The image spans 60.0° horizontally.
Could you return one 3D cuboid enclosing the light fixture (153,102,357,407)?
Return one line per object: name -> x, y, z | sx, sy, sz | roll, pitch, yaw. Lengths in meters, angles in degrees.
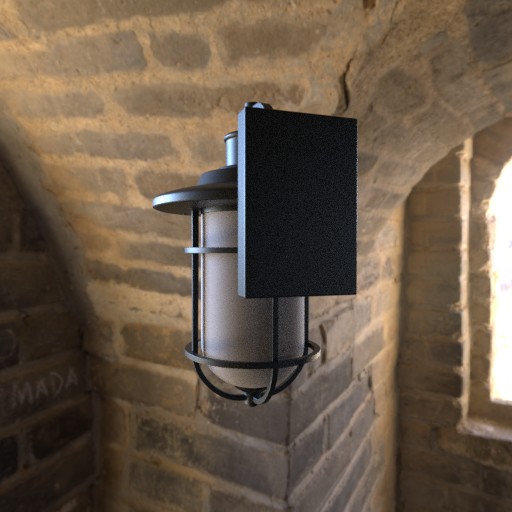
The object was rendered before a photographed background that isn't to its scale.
light fixture -> 0.000, 0.000, 0.495 | 0.222, 0.345, 0.252 | 0, 1, -19
